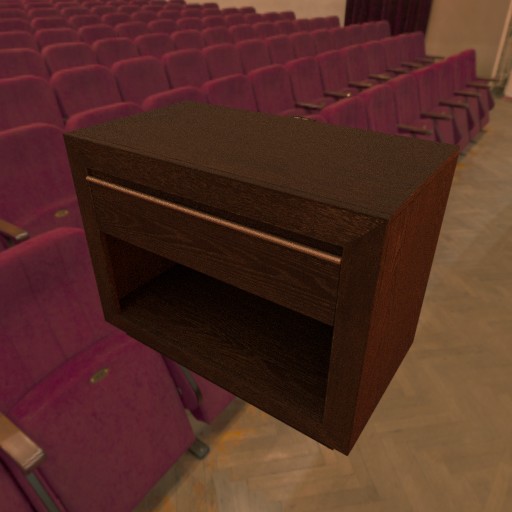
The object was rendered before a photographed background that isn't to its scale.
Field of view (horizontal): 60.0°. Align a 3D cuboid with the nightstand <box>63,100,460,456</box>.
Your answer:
[{"bbox_3d":[0.000,0.000,1.144,0.775,0.612,0.457,20,36,29],"label":"nightstand"}]
